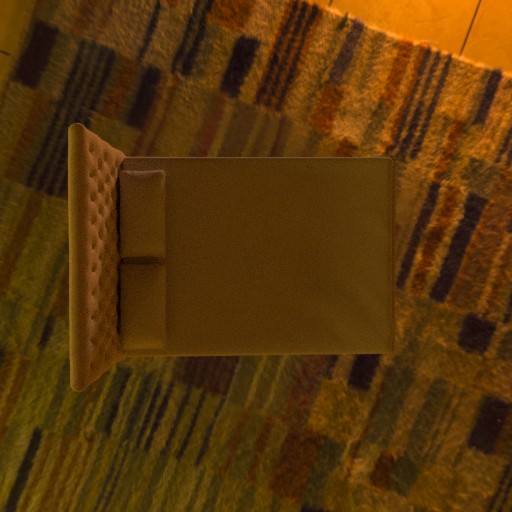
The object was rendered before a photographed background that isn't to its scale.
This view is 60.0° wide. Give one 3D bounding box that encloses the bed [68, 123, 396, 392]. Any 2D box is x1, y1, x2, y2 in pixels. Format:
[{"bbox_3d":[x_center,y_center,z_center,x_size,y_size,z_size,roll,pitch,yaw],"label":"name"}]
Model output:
[{"bbox_3d":[0.000,0.000,3.479,2.387,1.427,1.698,0,91,-1],"label":"bed"}]
